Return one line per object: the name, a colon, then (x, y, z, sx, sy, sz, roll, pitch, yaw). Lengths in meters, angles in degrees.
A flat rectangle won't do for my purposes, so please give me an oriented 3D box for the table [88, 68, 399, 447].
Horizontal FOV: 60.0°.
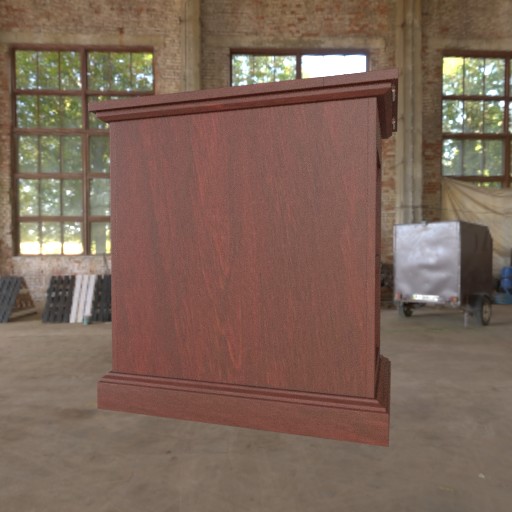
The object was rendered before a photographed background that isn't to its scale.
table: (0.000, 0.000, 0.968, 0.584, 0.612, 0.356, 1, 2, 17)
